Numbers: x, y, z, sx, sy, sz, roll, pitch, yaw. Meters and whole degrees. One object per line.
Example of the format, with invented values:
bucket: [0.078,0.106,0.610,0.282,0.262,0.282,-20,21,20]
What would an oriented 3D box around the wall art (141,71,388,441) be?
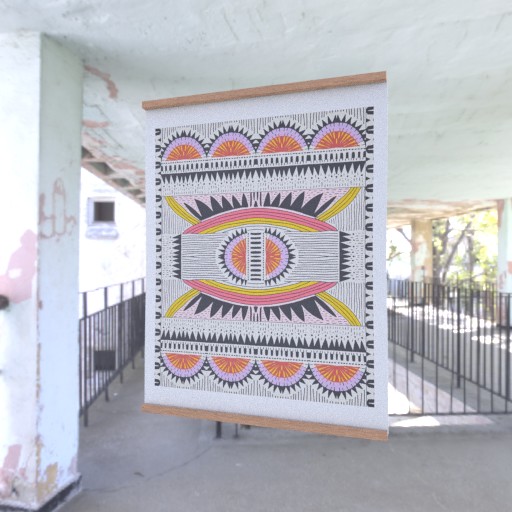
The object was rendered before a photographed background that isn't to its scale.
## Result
wall art: [0.000,0.000,0.705,0.403,0.527,0.028,0,-1,18]
